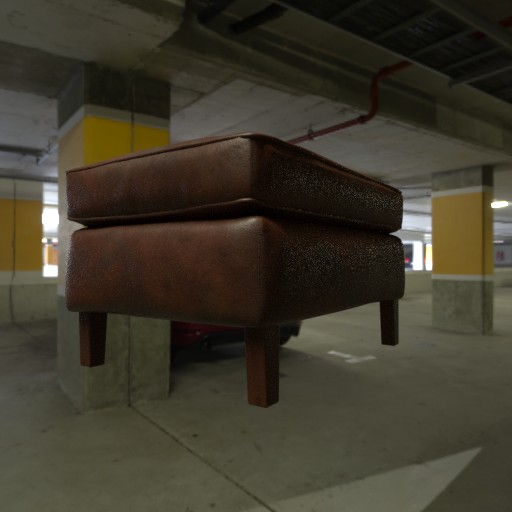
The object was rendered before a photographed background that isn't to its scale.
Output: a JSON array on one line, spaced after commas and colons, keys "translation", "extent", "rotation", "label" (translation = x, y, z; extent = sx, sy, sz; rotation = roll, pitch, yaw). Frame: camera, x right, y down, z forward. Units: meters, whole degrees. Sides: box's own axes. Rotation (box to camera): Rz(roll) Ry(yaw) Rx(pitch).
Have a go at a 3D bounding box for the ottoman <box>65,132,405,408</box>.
[{"translation": [0.000, 0.000, 0.980], "extent": [0.501, 0.432, 0.665], "rotation": [0, -1, 35], "label": "ottoman"}]
